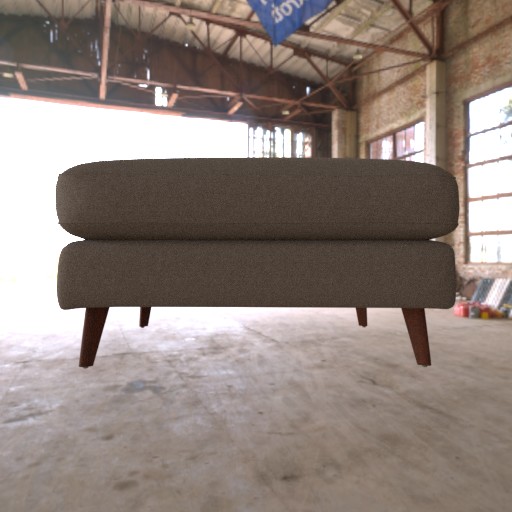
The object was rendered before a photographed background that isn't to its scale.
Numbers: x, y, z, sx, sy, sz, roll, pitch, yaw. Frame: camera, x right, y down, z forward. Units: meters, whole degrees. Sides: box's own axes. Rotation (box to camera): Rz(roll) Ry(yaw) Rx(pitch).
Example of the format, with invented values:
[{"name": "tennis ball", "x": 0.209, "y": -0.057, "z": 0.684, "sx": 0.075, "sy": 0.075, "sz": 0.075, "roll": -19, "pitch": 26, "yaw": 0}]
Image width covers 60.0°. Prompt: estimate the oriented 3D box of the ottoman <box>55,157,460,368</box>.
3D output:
[{"name": "ottoman", "x": 0.000, "y": 0.000, "z": 1.137, "sx": 0.811, "sy": 0.449, "sz": 0.608, "roll": 0, "pitch": 0, "yaw": -1}]
